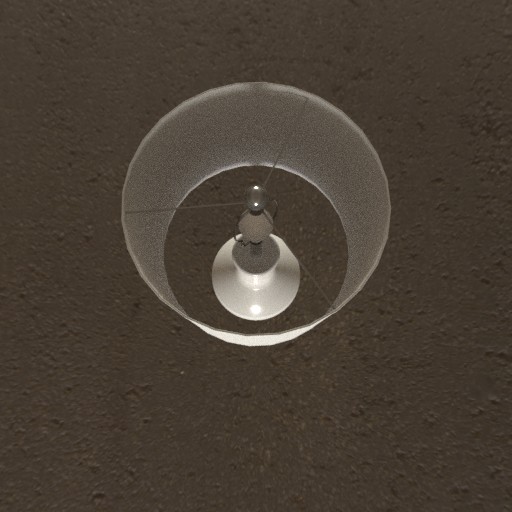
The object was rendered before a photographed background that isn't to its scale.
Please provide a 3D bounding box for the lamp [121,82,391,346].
[{"bbox_3d":[0.000,0.000,0.886,0.357,0.673,0.357,-34,79,-8],"label":"lamp"}]
